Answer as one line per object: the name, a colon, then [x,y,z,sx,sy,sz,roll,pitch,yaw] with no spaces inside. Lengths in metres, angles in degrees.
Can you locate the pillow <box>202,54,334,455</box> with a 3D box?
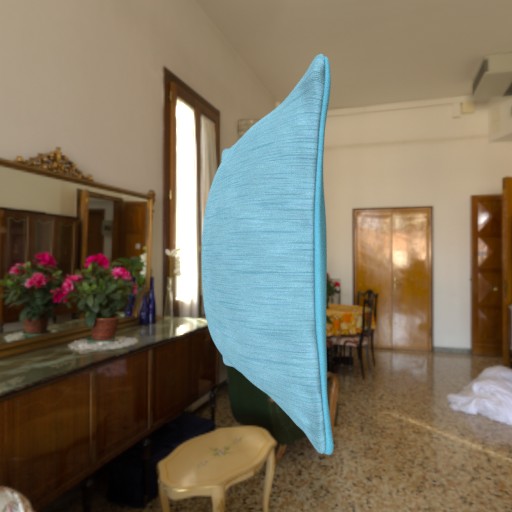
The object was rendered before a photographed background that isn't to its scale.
pillow: [0.000,0.000,0.654,0.151,0.415,0.433,0,0,-18]
